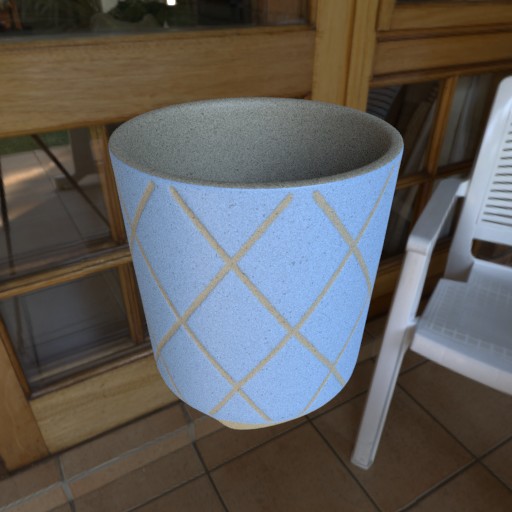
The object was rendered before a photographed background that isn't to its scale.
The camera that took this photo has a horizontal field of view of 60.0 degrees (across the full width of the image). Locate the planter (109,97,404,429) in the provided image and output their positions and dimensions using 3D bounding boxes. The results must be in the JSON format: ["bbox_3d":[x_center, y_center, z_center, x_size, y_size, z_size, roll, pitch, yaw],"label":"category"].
[{"bbox_3d":[0.000,0.000,0.349,0.191,0.200,0.191,0,32,0],"label":"planter"}]
